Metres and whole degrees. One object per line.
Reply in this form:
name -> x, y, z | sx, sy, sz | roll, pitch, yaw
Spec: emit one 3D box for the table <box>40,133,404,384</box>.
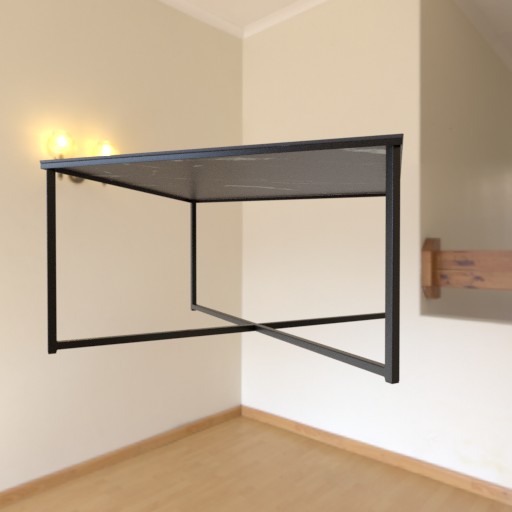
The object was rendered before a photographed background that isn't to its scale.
table -> 0.000, 0.000, 1.290 | 0.800, 0.450, 0.800 | 0, 1, 17
